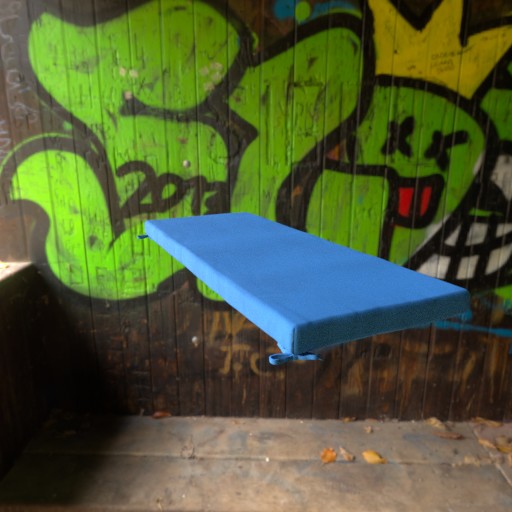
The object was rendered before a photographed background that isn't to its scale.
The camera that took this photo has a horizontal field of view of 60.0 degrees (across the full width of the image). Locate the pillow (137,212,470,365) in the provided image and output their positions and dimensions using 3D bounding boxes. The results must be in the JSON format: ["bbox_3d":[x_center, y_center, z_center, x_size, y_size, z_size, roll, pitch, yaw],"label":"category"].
[{"bbox_3d":[0.000,0.000,1.358,0.492,0.081,1.187,-7,17,-26],"label":"pillow"}]
